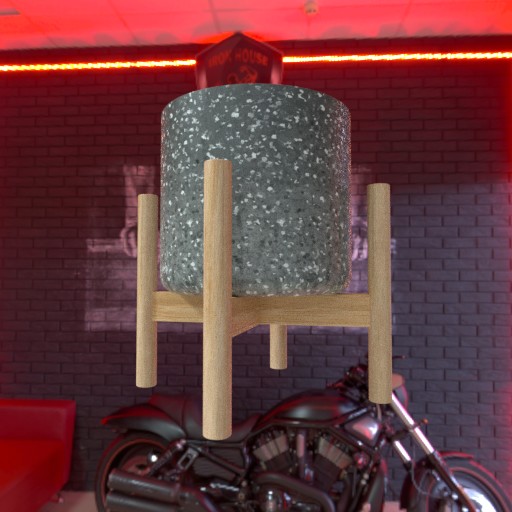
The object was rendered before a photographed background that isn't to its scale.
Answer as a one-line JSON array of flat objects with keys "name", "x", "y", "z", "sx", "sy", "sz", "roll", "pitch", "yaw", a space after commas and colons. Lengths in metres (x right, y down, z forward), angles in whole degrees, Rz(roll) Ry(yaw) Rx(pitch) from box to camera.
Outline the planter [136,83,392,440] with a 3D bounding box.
[{"name": "planter", "x": 0.000, "y": 0.000, "z": 0.526, "sx": 0.284, "sy": 0.320, "sz": 0.284, "roll": -2, "pitch": -3, "yaw": 36}]
